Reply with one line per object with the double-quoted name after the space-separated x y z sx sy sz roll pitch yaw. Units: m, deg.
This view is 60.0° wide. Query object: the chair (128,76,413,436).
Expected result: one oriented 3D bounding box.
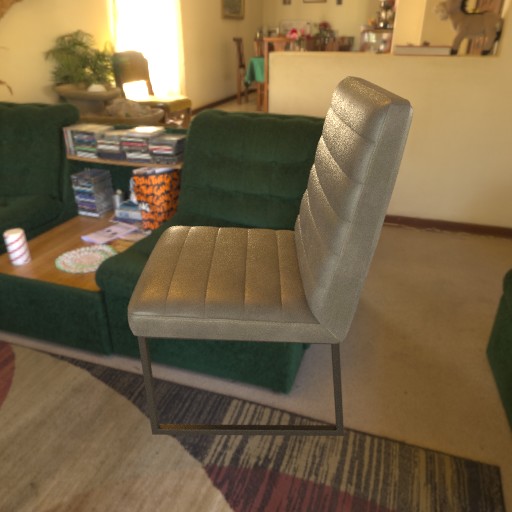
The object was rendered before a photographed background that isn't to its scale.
0.000 0.000 1.276 0.634 0.930 0.520 0 27 0 "chair"
